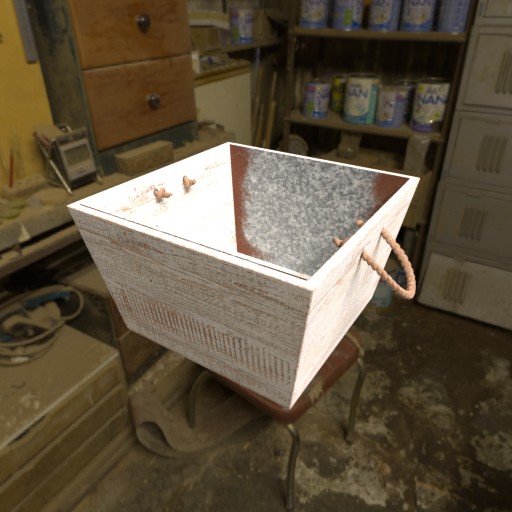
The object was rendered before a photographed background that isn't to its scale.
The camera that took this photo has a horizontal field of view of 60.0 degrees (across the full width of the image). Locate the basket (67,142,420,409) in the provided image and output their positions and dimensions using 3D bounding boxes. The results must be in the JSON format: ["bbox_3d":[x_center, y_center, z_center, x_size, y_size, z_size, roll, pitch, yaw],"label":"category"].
[{"bbox_3d":[0.000,0.000,0.780,0.545,0.247,0.413,18,35,28],"label":"basket"}]
